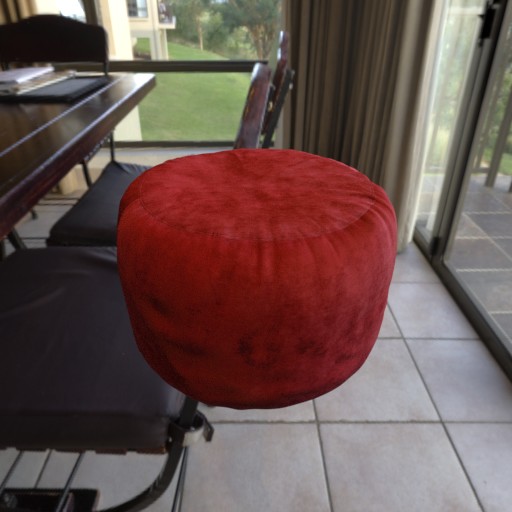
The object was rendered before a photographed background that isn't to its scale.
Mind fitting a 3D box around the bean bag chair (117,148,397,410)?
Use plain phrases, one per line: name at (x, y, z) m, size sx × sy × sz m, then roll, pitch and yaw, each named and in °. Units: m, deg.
bean bag chair at (0.000, 0.000, 2.042) m, size 1.219 × 0.762 × 1.219 m, roll 0°, pitch 31°, yaw 0°
